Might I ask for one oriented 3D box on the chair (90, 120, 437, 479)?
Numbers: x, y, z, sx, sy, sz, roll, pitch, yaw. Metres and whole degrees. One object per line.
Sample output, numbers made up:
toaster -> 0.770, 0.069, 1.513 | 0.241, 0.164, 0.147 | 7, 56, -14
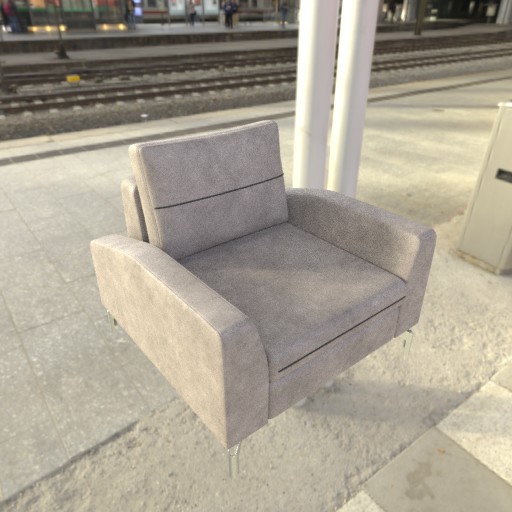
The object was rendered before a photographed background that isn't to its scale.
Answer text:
chair -> 0.000, 0.000, 1.605 | 0.900, 0.800, 0.900 | -21, 36, -33
